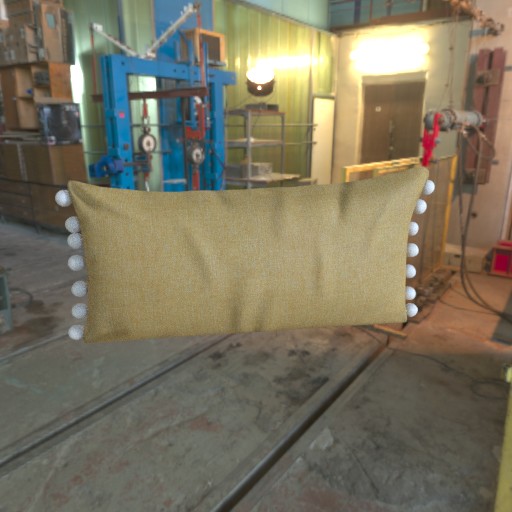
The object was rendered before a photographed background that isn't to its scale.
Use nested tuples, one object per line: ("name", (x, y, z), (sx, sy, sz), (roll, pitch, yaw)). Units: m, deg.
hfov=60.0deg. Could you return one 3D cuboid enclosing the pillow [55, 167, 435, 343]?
("pillow", (0.000, 0.000, 0.836), (0.709, 0.322, 0.201), (-3, 17, -9))
